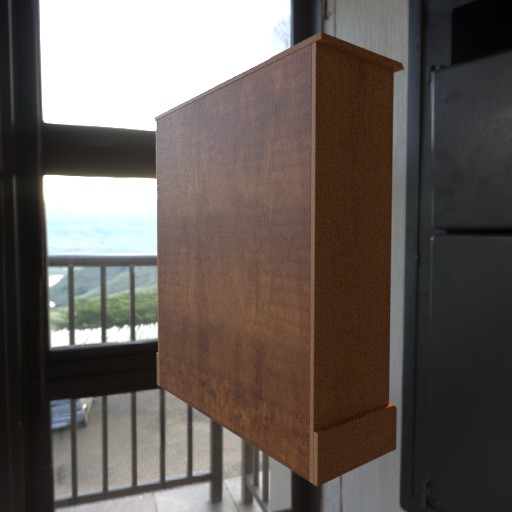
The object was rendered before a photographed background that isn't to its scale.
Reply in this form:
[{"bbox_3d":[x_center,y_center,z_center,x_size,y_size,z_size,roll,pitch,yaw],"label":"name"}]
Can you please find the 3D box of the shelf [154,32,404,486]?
[{"bbox_3d":[0.000,0.000,1.373,0.291,0.980,0.840,-2,3,-37],"label":"shelf"}]
